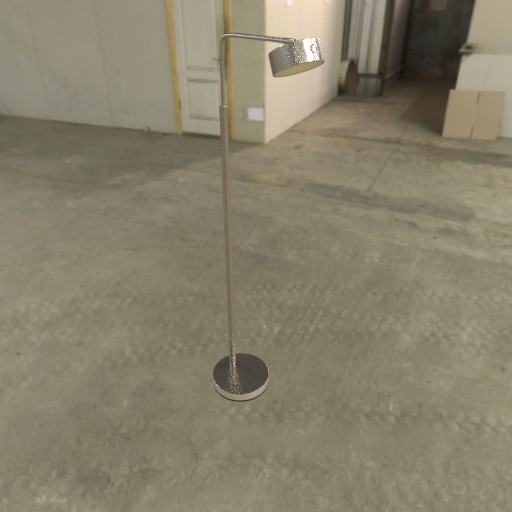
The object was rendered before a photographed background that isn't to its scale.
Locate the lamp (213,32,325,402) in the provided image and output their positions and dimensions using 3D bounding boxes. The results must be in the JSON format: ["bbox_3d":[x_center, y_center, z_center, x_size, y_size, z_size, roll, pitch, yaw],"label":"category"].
[{"bbox_3d":[0.000,0.000,1.384,0.222,1.250,0.421,-21,37,-31],"label":"lamp"}]
